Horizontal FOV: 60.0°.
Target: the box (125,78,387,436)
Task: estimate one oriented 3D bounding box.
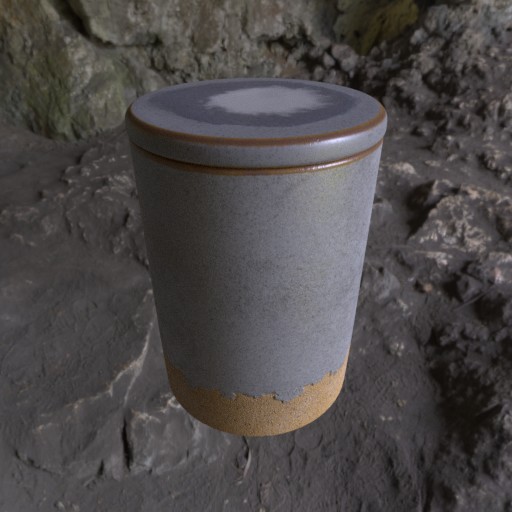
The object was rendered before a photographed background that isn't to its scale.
[{"bbox_3d":[0.000,0.000,0.247,0.118,0.168,0.118,0,32,0],"label":"box"}]
